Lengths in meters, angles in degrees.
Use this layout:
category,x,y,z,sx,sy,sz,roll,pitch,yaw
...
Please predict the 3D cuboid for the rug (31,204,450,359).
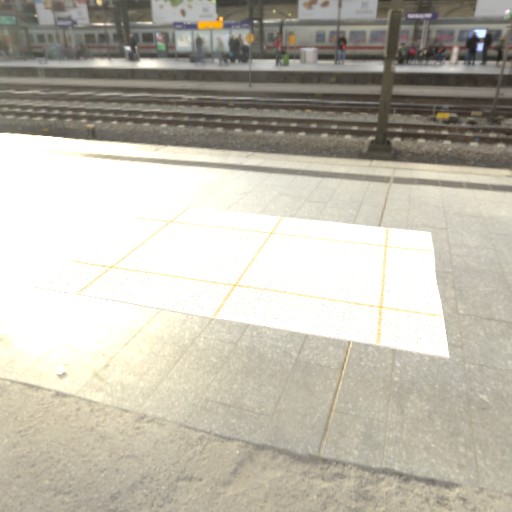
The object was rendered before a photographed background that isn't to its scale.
category,x,y,z,sx,sy,sz,roll,pitch,yaw
rug,0.000,0.000,2.362,1.825,0.015,1.232,7,27,15
